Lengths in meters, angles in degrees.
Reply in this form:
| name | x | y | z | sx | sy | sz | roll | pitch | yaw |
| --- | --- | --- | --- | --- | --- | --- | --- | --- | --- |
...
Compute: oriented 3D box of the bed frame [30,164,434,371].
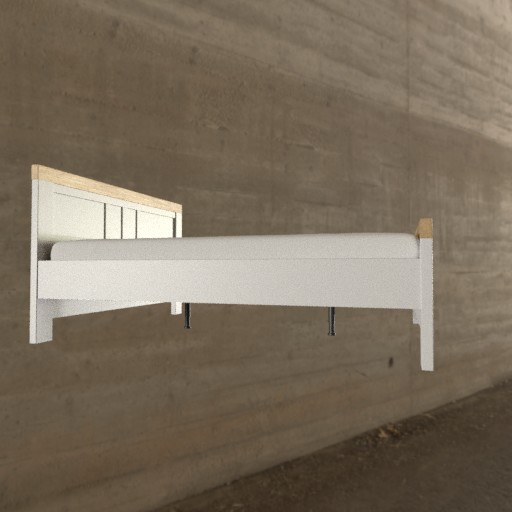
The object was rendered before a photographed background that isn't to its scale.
| name | x | y | z | sx | sy | sz | roll | pitch | yaw |
| --- | --- | --- | --- | --- | --- | --- | --- | --- | --- |
| bed frame | 0.000 | 0.000 | 2.897 | 2.050 | 0.980 | 1.670 | 0 | -2 | 18 |
